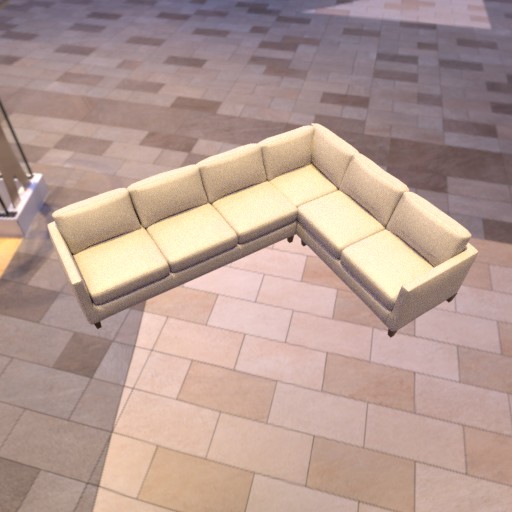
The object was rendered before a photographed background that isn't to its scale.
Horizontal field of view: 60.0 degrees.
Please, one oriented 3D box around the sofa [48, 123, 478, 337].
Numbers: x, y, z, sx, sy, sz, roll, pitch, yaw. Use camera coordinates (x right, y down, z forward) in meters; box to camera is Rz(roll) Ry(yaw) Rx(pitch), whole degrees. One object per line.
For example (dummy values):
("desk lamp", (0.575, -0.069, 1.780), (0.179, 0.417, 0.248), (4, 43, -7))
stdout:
("sofa", (0.000, 0.000, 4.362), (3.333, 0.934, 2.522), (-24, 51, -21))
